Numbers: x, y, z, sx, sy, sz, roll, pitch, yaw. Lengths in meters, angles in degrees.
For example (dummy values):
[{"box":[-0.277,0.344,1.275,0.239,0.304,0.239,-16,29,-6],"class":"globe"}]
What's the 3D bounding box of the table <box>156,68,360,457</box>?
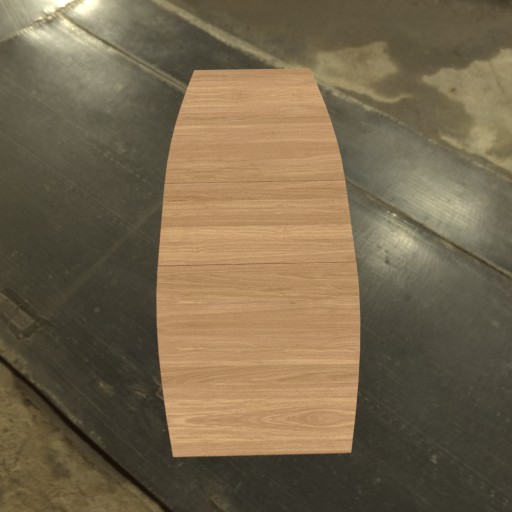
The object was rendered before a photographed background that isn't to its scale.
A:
[{"box":[0.000,0.000,2.443,0.900,0.750,2.032,-1,64,-1],"class":"table"}]
